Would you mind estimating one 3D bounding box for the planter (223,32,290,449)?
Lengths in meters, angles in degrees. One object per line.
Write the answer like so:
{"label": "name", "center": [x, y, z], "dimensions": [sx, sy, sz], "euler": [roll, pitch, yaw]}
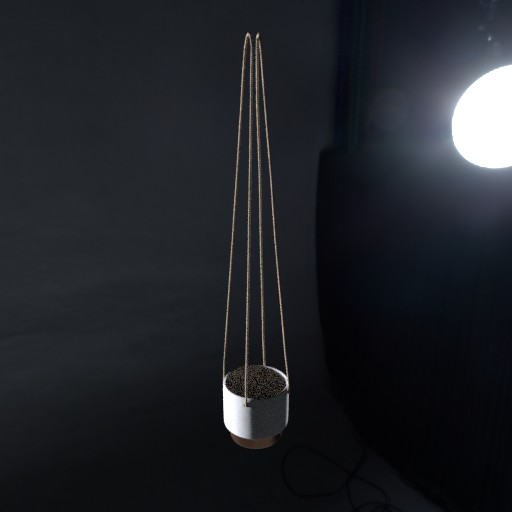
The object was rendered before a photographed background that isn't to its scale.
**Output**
{"label": "planter", "center": [0.000, 0.000, 0.914], "dimensions": [0.146, 0.841, 0.146], "euler": [-8, 17, -28]}
